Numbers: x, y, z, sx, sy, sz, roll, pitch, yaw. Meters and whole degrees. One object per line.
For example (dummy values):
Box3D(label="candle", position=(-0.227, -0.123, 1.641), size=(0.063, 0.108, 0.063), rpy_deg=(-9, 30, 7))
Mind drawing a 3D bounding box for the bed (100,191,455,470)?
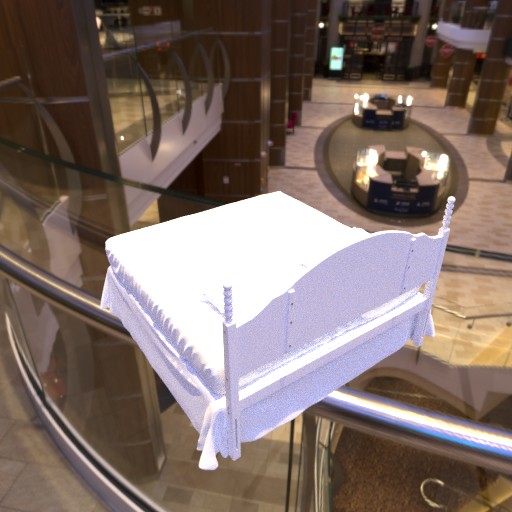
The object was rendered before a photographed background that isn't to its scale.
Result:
Box3D(label="bed", position=(0.000, 0.000, 3.745), size=(2.322, 1.355, 2.219), rpy_deg=(-20, 36, -30))
